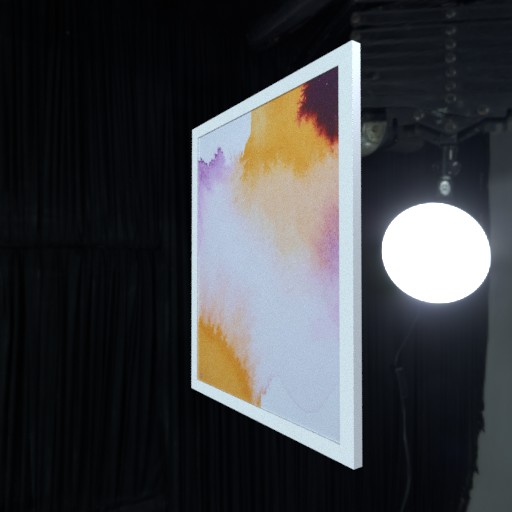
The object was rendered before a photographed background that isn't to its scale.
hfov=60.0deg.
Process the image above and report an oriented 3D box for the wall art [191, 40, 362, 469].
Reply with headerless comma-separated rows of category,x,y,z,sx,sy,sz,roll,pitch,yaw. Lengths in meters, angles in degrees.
wall art,0.000,0.000,0.631,0.013,0.456,0.382,1,-2,-35
